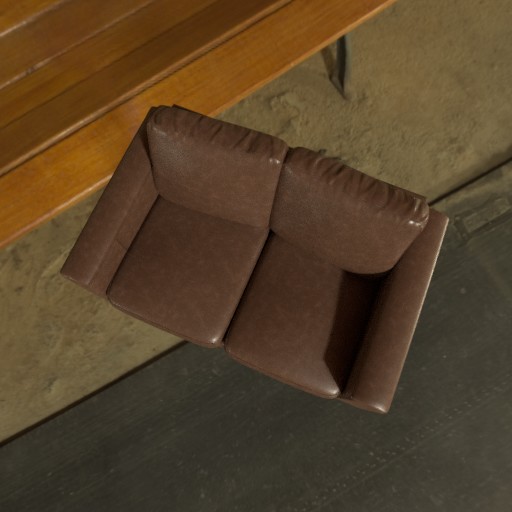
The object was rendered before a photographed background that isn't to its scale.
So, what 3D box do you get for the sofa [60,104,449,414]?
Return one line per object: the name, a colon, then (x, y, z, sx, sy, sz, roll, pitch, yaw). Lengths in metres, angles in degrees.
sofa: (0.000, 0.000, 2.208, 1.616, 0.873, 1.016, 22, 75, 6)
